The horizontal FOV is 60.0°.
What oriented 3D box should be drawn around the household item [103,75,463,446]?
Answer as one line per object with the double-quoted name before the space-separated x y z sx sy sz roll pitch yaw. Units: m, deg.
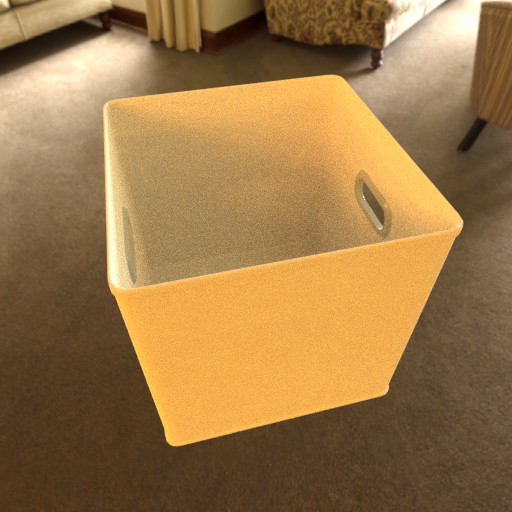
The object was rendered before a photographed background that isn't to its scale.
"household item" 0.000 0.000 0.562 0.305 0.305 0.305 -10 48 -10
